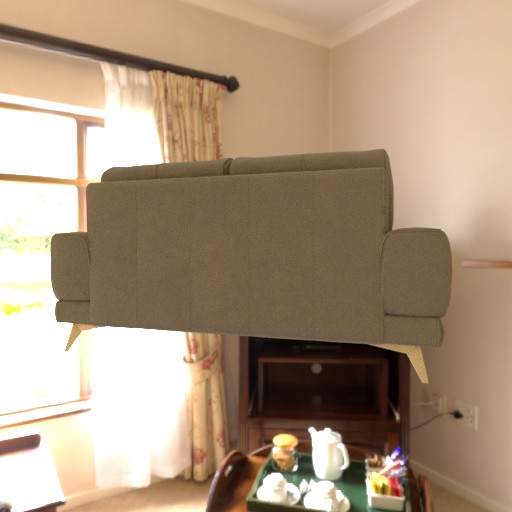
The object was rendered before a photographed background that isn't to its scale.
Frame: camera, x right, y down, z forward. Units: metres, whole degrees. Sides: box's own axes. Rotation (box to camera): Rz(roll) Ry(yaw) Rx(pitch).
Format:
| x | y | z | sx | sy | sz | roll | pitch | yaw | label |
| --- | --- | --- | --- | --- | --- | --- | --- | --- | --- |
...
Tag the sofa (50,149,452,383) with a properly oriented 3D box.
| x | y | z | sx | sy | sz | roll | pitch | yaw | label |
| --- | --- | --- | --- | --- | --- | --- | --- | --- | --- |
| 0.000 | 0.000 | 2.313 | 1.806 | 0.907 | 1.018 | 0 | 1 | 18 | sofa |
